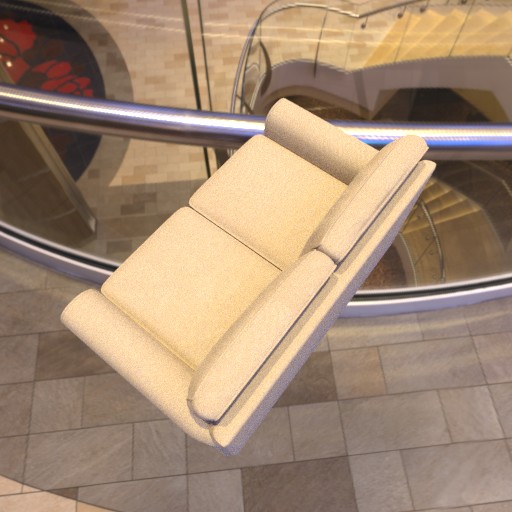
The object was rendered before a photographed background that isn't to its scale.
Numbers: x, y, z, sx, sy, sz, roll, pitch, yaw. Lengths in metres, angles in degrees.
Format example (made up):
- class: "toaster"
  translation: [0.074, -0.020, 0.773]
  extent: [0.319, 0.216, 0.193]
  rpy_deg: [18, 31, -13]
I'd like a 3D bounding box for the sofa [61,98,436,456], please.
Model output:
- class: "sofa"
  translation: [0.000, 0.000, 2.310]
  extent: [0.991, 0.940, 1.727]
  rpy_deg: [35, 68, 16]
